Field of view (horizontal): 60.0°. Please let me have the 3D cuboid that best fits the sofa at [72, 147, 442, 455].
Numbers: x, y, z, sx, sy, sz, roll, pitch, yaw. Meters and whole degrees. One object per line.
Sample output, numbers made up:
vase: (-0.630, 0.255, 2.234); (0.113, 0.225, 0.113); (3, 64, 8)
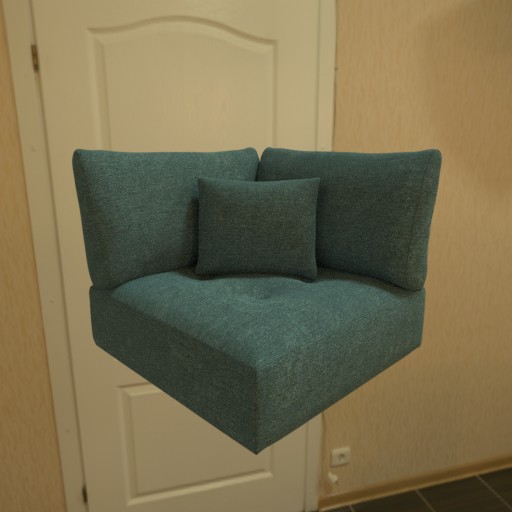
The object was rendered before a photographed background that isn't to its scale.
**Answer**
sofa: (0.000, 0.000, 1.728); (1.000, 0.820, 1.000); (-13, 19, -43)
